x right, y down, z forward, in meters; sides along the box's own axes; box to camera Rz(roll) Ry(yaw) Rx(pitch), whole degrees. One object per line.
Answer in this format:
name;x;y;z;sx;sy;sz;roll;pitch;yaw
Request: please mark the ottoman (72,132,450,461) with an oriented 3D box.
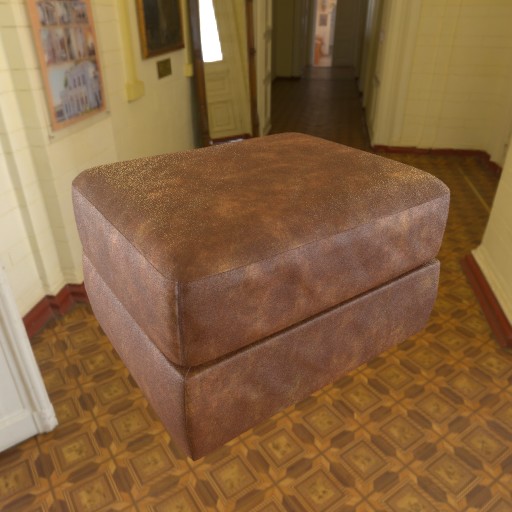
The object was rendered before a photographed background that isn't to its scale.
ottoman;0.000;0.000;1.125;0.751;0.476;0.603;-19;34;-30
